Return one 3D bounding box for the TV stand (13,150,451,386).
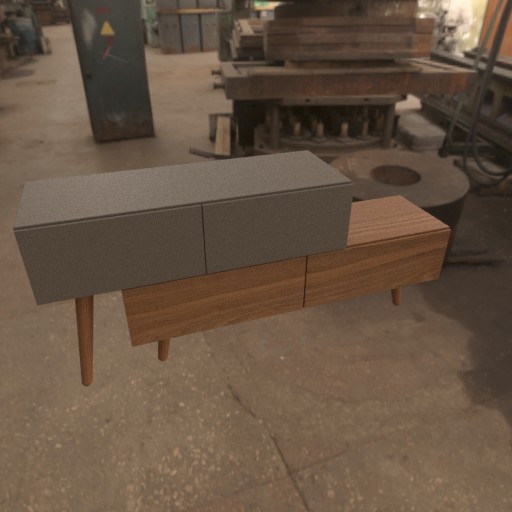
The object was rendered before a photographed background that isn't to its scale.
[{"bbox_3d":[0.000,0.000,1.521,1.336,0.591,0.329,-10,32,-16],"label":"TV stand"}]
